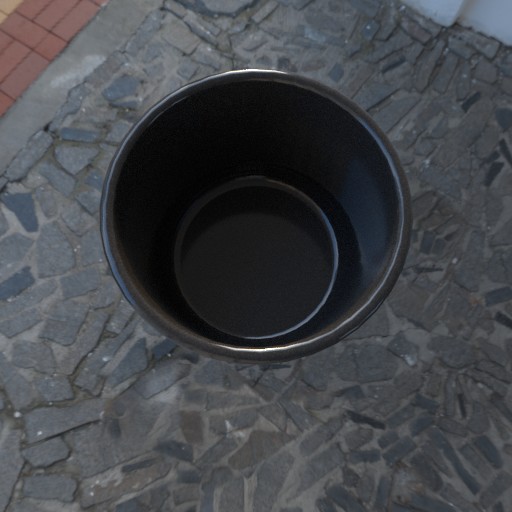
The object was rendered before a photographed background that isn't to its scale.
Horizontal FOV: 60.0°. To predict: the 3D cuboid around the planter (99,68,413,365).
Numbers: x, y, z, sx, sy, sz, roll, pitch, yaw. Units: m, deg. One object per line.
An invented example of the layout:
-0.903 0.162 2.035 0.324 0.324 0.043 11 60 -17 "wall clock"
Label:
0.000 0.000 0.402 0.196 0.264 0.196 -37 78 -9 "planter"
